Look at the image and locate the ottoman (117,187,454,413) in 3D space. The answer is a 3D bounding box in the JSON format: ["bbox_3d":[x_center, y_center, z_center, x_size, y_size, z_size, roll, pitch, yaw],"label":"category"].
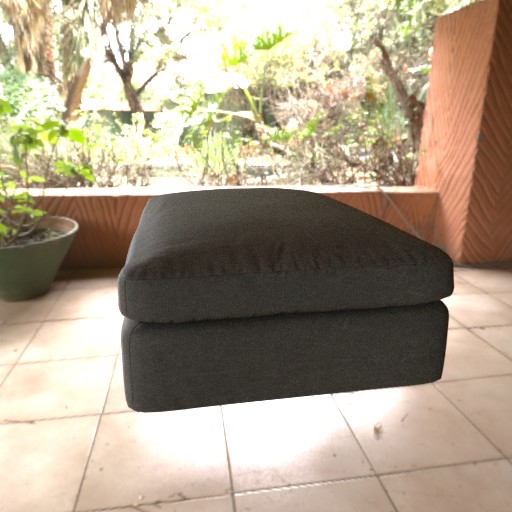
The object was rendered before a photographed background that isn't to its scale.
[{"bbox_3d":[0.000,0.000,1.602,0.840,0.429,1.199,-3,16,-10],"label":"ottoman"}]
